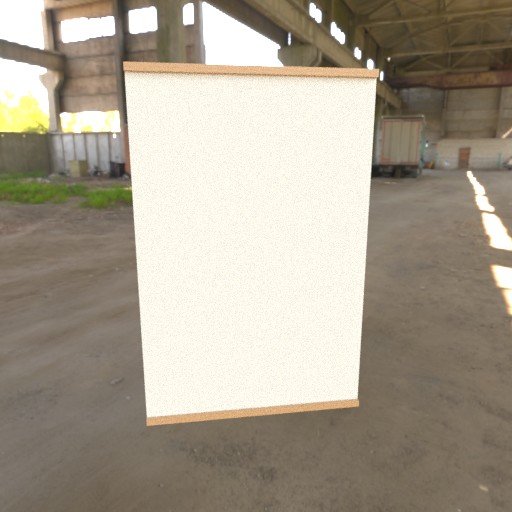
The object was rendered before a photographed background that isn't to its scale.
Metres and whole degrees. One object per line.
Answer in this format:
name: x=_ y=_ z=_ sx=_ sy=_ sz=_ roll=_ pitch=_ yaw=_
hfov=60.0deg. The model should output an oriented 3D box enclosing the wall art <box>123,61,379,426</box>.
wall art: x=0.000 y=0.000 z=1.279 sx=0.669 sy=1.020 sz=0.027 roll=-2 pitch=14 yaw=-9
